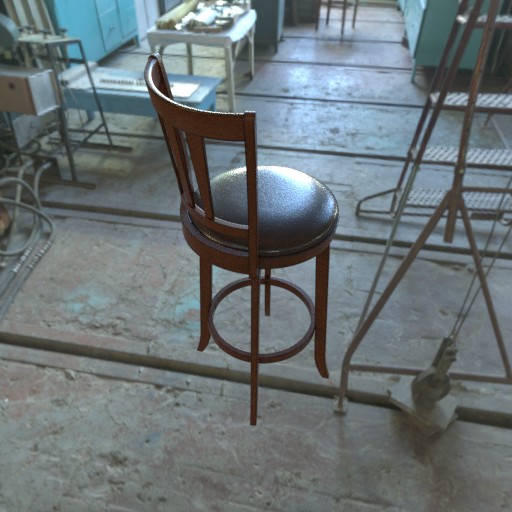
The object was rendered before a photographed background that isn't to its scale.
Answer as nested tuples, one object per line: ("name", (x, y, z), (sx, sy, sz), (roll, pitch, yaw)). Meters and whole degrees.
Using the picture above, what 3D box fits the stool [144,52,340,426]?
("stool", (0.000, 0.000, 1.420), (0.503, 1.177, 0.464), (-24, 46, -25))
